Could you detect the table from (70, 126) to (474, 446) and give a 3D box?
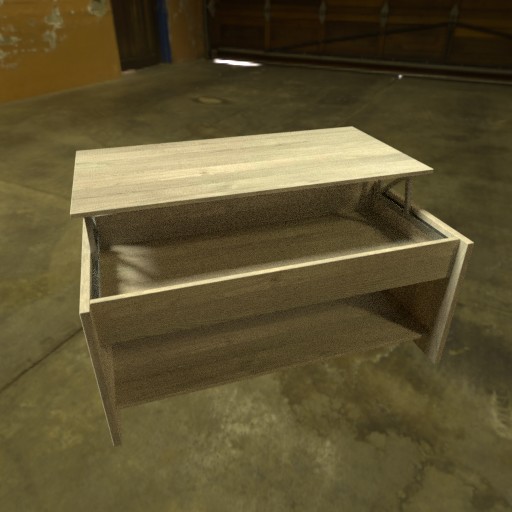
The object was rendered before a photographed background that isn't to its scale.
[{"bbox_3d":[0.000,0.000,1.425,1.000,0.570,0.712,-9,32,-15],"label":"table"}]
